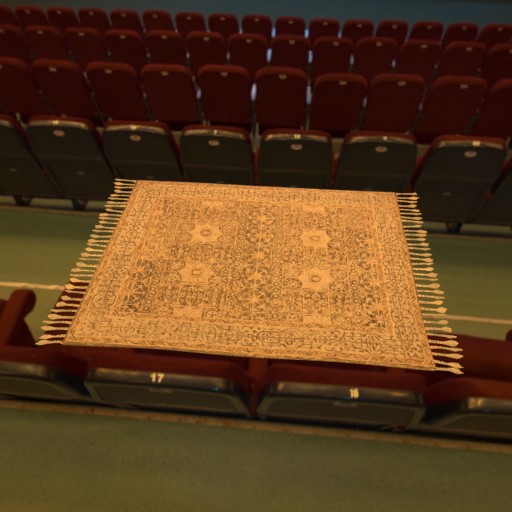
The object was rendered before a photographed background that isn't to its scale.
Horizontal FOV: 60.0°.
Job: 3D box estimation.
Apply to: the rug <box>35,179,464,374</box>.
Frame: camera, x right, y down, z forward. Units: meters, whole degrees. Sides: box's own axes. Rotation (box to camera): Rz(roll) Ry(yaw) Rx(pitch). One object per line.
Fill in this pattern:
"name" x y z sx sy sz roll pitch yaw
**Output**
"rug" 0.000 0.000 3.031 2.465 0.023 1.619 3 45 3
